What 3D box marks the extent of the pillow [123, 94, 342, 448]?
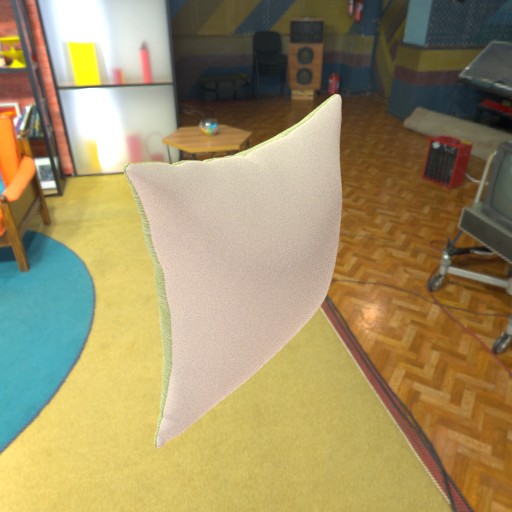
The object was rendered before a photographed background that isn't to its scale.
[{"bbox_3d":[0.000,0.000,0.807,0.229,0.487,0.560,21,37,30],"label":"pillow"}]
